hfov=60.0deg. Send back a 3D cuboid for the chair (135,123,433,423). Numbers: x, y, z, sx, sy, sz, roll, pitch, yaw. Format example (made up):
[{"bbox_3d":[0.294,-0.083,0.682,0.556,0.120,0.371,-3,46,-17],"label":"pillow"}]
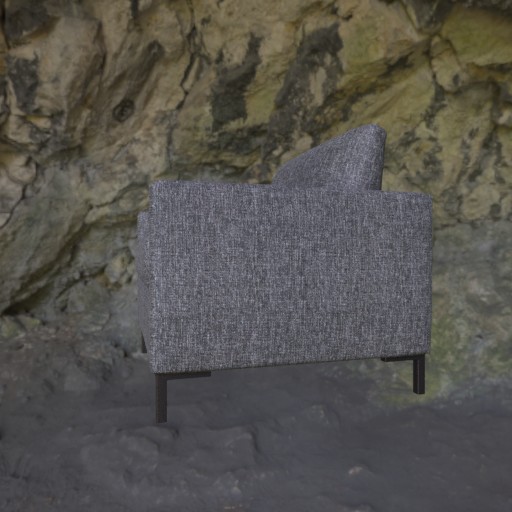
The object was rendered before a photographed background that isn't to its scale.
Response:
[{"bbox_3d":[0.000,0.000,1.675,0.866,0.861,0.963,0,0,-17],"label":"chair"}]
